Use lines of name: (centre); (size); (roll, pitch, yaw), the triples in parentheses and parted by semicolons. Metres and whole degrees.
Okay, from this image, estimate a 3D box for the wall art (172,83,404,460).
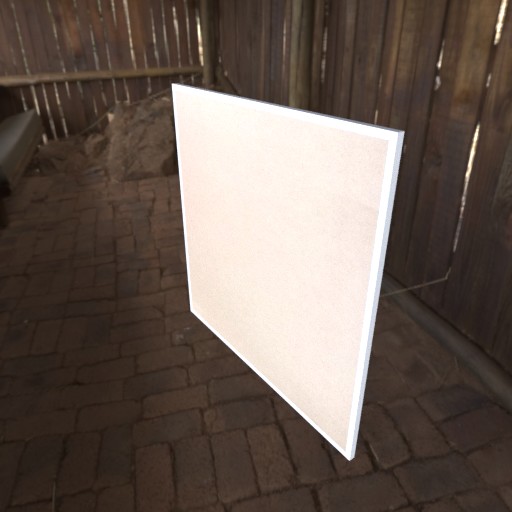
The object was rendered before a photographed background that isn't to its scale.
wall art: (0.000, 0.000, 0.834); (0.012, 0.557, 0.557); (-19, 33, -32)
